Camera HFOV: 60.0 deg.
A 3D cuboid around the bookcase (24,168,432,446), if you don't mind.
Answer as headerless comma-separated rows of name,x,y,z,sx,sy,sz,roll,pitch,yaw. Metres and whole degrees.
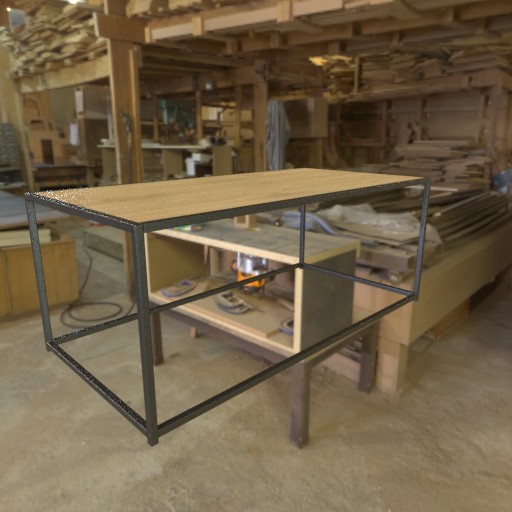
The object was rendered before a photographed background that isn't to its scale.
bookcase,0.000,0.000,1.233,1.000,0.400,0.500,-15,22,-42
